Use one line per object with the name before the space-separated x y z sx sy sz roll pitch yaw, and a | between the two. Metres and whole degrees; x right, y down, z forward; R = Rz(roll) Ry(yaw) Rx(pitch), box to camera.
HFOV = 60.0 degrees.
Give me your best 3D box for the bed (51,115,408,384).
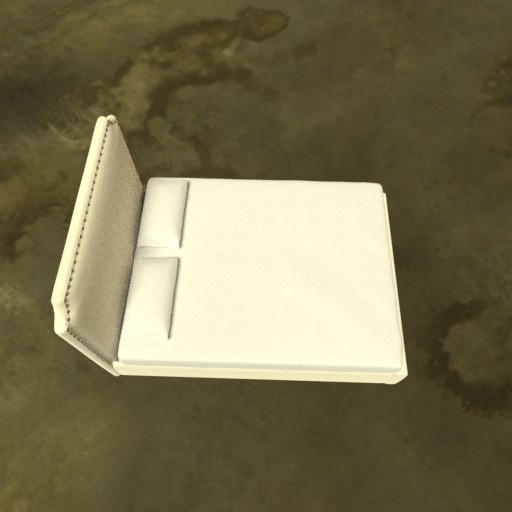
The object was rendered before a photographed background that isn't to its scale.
bed | 0.000 0.000 3.499 2.372 1.497 1.712 2 63 1
